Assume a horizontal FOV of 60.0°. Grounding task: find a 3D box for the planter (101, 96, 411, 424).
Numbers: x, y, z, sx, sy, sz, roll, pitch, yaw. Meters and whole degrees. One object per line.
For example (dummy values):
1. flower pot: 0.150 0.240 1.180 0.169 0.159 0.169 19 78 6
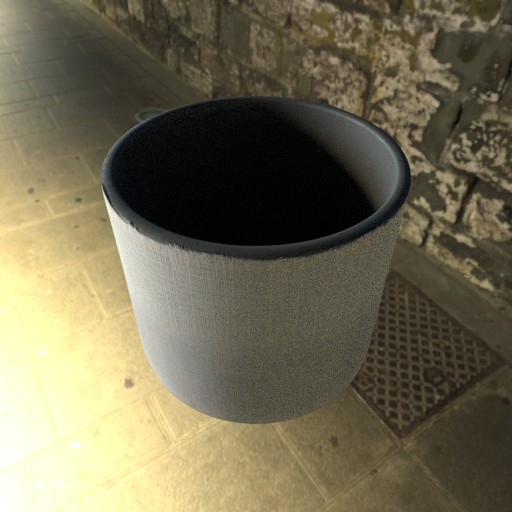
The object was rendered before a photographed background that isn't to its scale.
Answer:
1. planter: 0.000 0.000 0.392 0.226 0.201 0.226 0 42 0
